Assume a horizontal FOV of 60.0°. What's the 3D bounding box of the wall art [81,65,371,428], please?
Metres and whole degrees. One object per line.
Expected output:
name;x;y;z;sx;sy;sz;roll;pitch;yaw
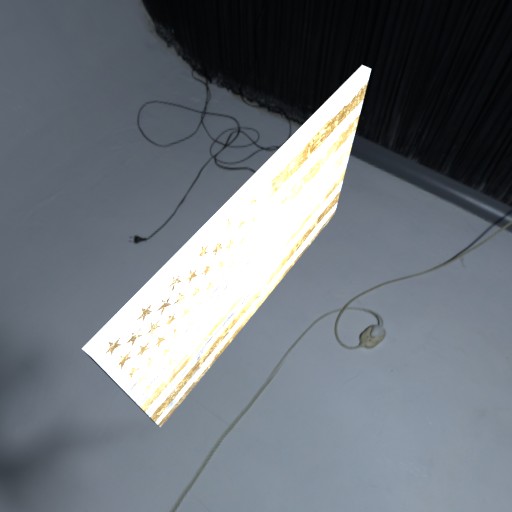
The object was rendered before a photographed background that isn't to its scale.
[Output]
wall art;0.000;0.000;1.185;0.027;0.610;0.932;33;64;18
